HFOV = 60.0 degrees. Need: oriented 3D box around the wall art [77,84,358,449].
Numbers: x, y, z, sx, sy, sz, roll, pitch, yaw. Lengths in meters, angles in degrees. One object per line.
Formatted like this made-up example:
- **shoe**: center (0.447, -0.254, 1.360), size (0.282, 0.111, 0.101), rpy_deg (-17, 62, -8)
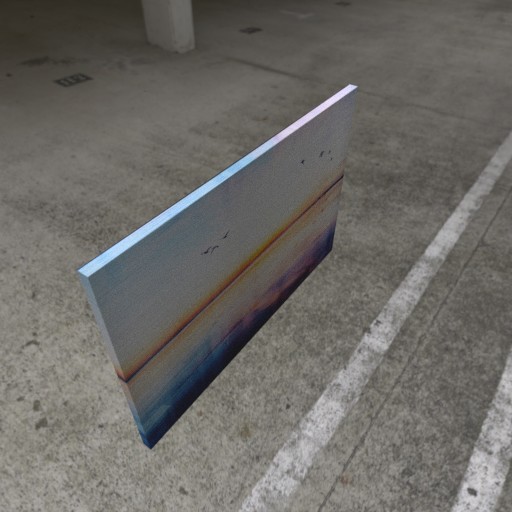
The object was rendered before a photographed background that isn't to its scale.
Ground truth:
- **wall art**: center (0.000, 0.000, 0.770), size (0.018, 0.402, 0.604), rpy_deg (26, 49, 26)
